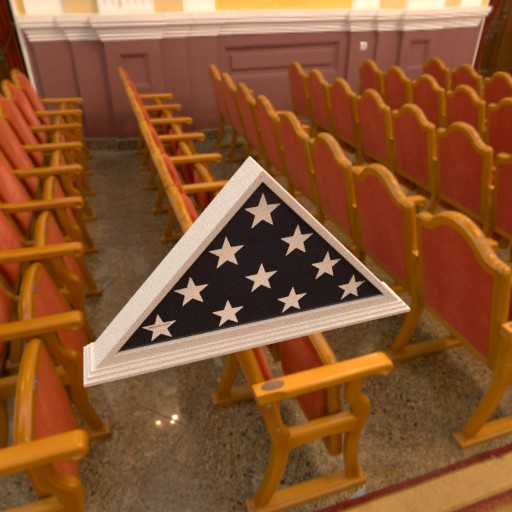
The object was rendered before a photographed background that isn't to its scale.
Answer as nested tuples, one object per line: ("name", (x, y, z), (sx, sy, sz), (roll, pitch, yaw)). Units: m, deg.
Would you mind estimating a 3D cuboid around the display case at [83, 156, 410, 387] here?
("display case", (0.000, 0.000, 0.778), (0.640, 0.340, 0.095), (-10, 34, -15))
